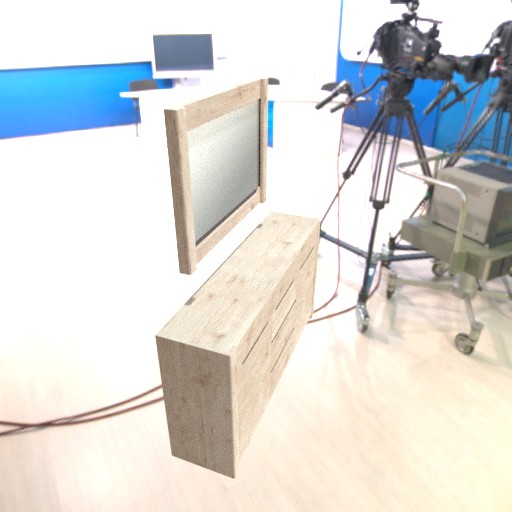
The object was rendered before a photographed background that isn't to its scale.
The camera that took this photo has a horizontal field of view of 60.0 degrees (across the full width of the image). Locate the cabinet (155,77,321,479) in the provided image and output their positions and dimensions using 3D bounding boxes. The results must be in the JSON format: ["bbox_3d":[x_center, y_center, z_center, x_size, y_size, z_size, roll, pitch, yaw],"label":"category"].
[{"bbox_3d":[0.000,0.000,2.825,0.420,1.981,1.700,11,31,19],"label":"cabinet"}]
